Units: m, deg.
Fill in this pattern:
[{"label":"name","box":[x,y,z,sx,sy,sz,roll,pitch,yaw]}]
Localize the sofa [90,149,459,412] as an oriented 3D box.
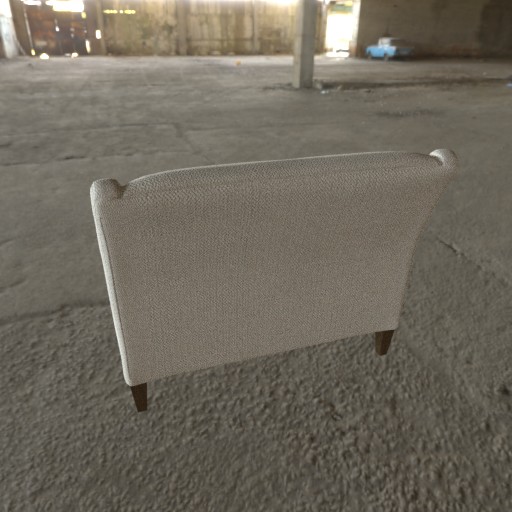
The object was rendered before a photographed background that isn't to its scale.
[{"label":"sofa","box":[0.000,0.000,1.939,1.242,1.022,0.870,-8,28,-16]}]
